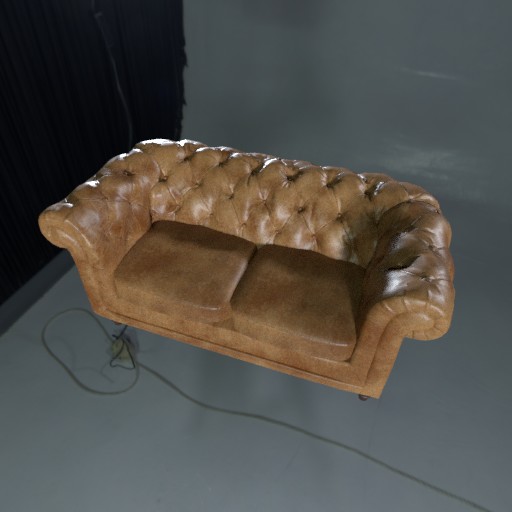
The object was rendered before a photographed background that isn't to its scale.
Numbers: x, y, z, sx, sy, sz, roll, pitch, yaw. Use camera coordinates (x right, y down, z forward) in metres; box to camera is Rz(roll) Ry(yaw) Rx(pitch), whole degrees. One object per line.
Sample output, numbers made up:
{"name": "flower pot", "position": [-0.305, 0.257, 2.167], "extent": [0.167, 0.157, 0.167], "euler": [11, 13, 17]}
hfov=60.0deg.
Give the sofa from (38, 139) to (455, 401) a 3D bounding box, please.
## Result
{"name": "sofa", "position": [0.000, 0.000, 2.522], "extent": [1.979, 0.877, 1.042], "euler": [13, 43, 15]}
